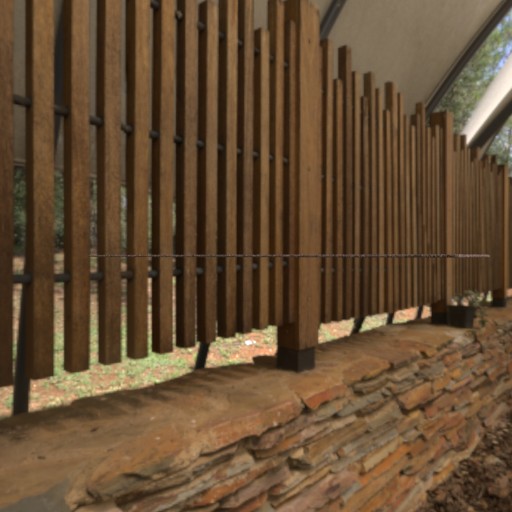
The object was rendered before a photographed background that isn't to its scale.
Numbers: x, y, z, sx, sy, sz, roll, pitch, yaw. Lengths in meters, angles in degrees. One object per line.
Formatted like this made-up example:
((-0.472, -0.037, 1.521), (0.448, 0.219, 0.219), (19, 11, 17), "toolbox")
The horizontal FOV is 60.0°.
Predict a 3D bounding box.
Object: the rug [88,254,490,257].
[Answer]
((0.000, 0.000, 2.536), (2.296, 0.011, 0.691), (0, 0, 37), "rug")
